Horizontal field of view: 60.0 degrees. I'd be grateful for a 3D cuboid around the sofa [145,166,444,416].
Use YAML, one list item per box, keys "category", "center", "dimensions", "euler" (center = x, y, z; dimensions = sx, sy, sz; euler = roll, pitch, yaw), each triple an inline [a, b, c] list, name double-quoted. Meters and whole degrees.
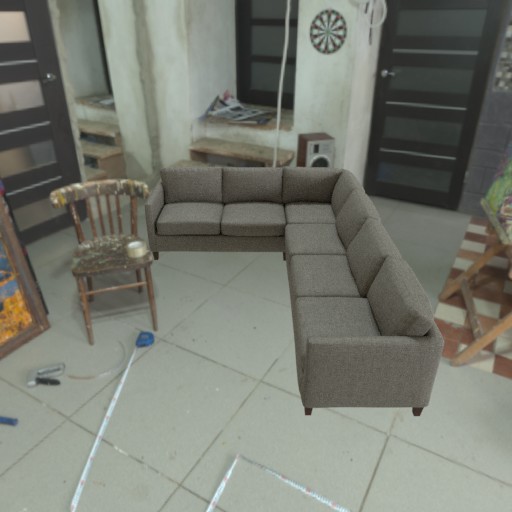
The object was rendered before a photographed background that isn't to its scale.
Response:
- category: "sofa"
  center: [0.000, 0.000, 4.451]
  dimensions: [2.593, 0.947, 3.302]
  euler: [0, 29, 1]
